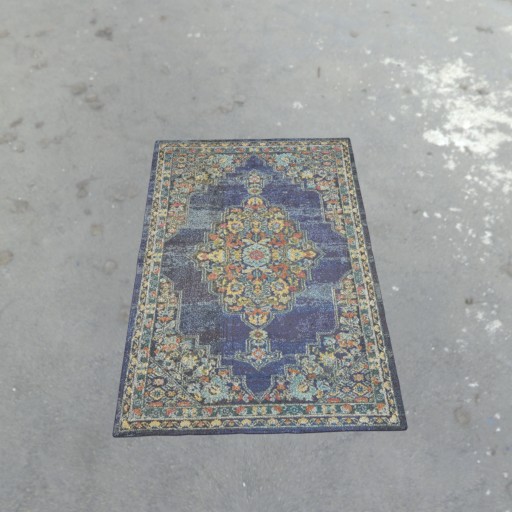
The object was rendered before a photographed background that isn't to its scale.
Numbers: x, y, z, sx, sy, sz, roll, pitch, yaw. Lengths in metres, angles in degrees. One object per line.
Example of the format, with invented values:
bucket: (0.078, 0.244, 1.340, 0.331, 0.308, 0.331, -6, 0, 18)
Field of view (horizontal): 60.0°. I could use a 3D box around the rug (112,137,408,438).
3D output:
rug: (0.000, 0.000, 3.857, 2.053, 0.011, 2.940, -1, 57, -1)
